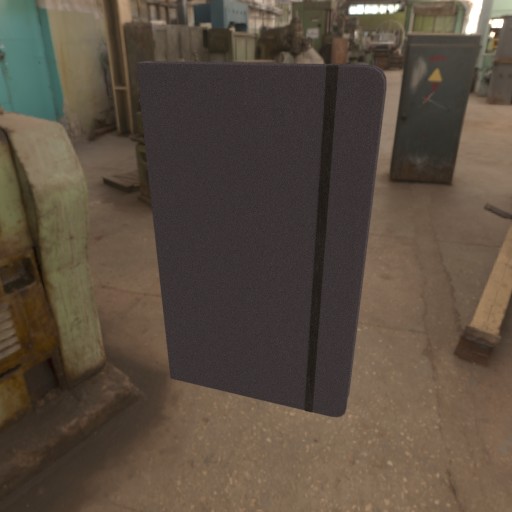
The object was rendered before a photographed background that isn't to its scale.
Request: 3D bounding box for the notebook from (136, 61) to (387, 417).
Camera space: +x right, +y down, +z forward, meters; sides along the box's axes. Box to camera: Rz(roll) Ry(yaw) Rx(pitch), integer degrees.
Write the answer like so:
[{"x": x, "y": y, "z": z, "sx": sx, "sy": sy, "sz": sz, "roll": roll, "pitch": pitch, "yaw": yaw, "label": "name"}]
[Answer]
[{"x": 0.000, "y": 0.000, "z": 0.266, "sx": 0.127, "sy": 0.213, "sz": 0.016, "roll": 8, "pitch": 27, "yaw": 16, "label": "notebook"}]
